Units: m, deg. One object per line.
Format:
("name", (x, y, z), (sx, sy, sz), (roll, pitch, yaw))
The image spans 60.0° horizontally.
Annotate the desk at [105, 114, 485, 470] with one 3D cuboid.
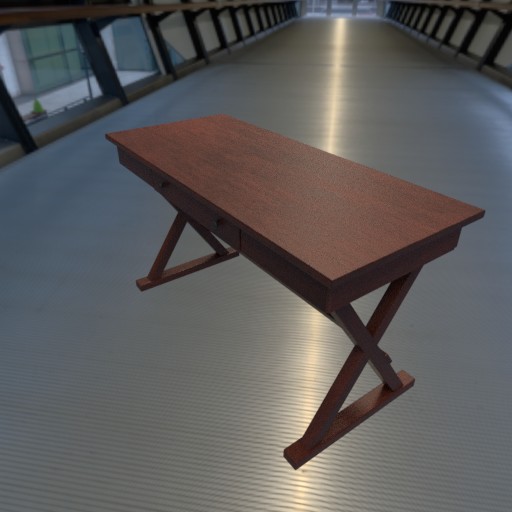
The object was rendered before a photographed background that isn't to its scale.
("desk", (0.000, 0.000, 1.764), (0.600, 0.761, 1.372), (-21, 37, -30))
